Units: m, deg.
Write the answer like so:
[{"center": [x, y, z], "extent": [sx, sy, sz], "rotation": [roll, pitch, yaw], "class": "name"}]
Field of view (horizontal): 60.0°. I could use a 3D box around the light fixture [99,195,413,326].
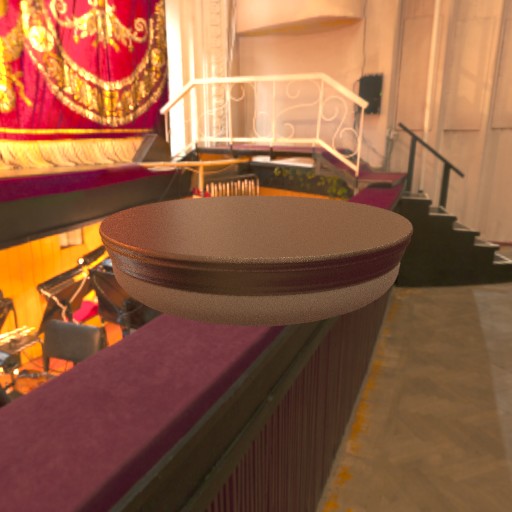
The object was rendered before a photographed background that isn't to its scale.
[{"center": [0.000, 0.000, 0.560], "extent": [0.368, 0.100, 0.368], "rotation": [0, 16, 0], "class": "light fixture"}]
